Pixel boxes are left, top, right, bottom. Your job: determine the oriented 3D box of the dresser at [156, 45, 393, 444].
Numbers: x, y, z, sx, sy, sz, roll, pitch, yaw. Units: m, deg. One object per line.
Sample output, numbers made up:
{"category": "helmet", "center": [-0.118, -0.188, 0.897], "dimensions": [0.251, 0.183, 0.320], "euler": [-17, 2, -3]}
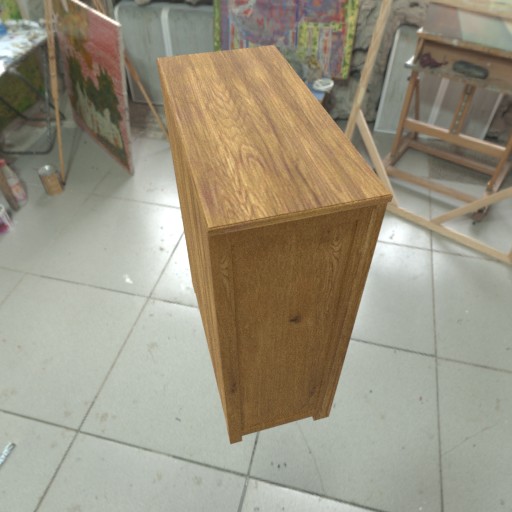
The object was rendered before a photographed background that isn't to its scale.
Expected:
{"category": "dresser", "center": [0.000, 0.000, 2.034], "dimensions": [0.558, 1.431, 1.081], "euler": [-11, 47, -11]}
